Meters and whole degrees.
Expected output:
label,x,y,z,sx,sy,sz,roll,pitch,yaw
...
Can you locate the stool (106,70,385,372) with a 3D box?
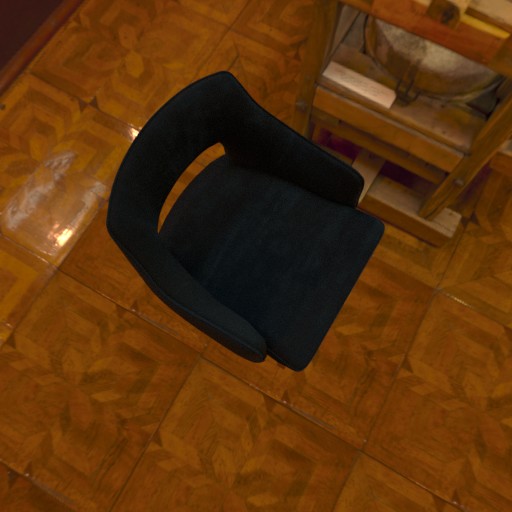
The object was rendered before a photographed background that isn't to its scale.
label,x,y,z,sx,sy,sz,roll,pitch,yaw
stool,0.000,0.000,1.311,0.560,0.940,0.550,31,77,8
